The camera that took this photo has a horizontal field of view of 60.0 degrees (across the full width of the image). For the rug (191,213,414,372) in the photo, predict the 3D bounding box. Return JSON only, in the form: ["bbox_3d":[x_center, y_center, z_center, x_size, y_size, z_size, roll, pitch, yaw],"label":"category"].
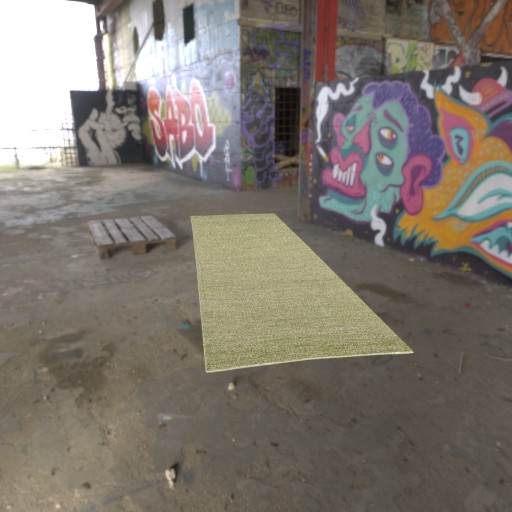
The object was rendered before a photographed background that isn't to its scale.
[{"bbox_3d":[0.000,0.000,2.503,0.686,0.013,2.340,-3,17,-9],"label":"rug"}]
